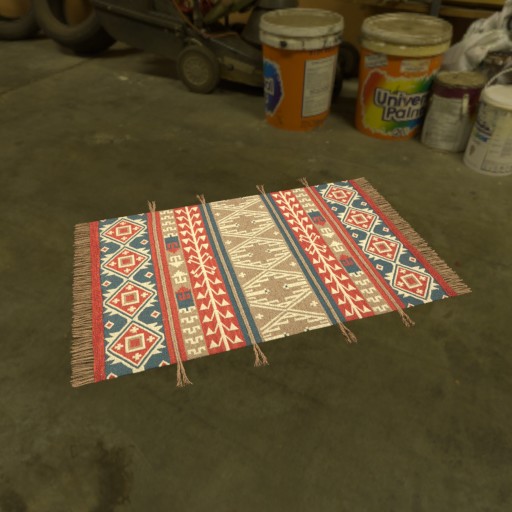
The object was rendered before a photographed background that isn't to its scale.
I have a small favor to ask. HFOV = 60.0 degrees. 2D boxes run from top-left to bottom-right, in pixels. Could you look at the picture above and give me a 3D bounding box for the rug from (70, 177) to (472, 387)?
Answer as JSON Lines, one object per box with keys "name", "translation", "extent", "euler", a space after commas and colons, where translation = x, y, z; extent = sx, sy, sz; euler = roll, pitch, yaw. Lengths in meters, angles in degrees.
{"name": "rug", "translation": [0.000, 0.000, 3.080], "extent": [2.450, 0.048, 1.778], "euler": [-11, 41, -13]}
